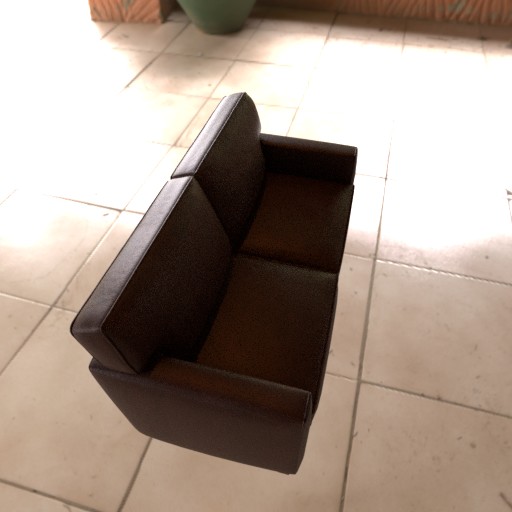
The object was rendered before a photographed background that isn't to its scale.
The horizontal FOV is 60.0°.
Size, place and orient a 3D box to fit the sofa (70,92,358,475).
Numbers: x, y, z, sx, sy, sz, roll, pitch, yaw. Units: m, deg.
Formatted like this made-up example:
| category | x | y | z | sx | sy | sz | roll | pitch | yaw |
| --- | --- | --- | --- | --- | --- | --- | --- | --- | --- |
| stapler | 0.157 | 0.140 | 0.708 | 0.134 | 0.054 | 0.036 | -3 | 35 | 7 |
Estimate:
| category | x | y | z | sx | sy | sz | roll | pitch | yaw |
| --- | --- | --- | --- | --- | --- | --- | --- | --- | --- |
| sofa | 0.000 | 0.000 | 2.324 | 0.912 | 0.928 | 1.876 | 11 | 47 | 10 |
